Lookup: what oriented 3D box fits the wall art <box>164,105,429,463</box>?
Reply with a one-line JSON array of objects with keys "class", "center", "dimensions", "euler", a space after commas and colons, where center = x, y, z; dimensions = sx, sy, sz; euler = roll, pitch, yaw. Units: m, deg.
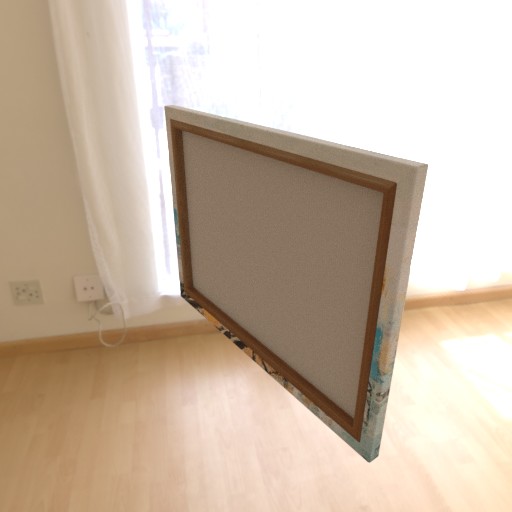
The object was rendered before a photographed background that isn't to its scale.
[{"class": "wall art", "center": [0.000, 0.000, 1.332], "dimensions": [0.038, 0.762, 1.016], "euler": [-18, 31, -32]}]
